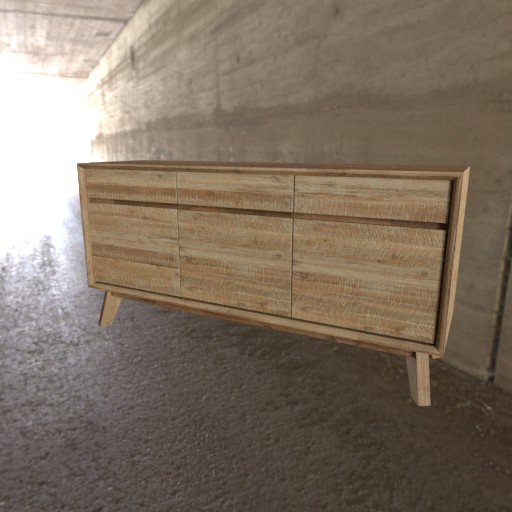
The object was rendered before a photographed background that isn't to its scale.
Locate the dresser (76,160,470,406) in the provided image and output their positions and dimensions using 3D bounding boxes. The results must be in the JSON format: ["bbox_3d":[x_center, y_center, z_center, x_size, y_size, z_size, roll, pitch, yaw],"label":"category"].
[{"bbox_3d":[0.000,0.000,1.946,1.602,0.788,0.455,7,16,26],"label":"dresser"}]
